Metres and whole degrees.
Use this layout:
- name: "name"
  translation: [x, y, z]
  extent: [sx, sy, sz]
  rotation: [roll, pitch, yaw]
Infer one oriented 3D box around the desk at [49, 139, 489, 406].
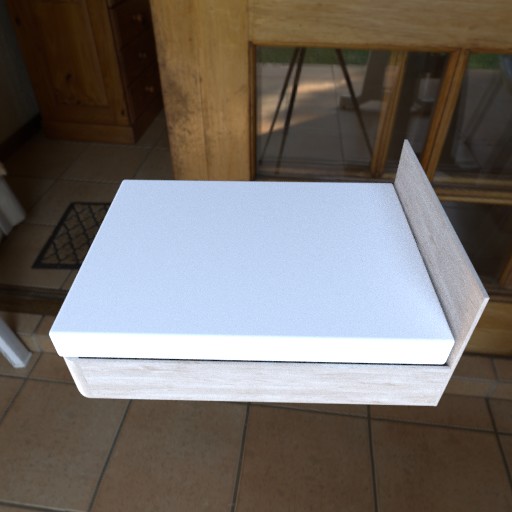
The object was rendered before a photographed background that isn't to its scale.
- name: "desk"
  translation: [0.000, 0.000, 2.578]
  extent: [1.900, 0.800, 1.400]
  rotation: [1, 41, 1]
